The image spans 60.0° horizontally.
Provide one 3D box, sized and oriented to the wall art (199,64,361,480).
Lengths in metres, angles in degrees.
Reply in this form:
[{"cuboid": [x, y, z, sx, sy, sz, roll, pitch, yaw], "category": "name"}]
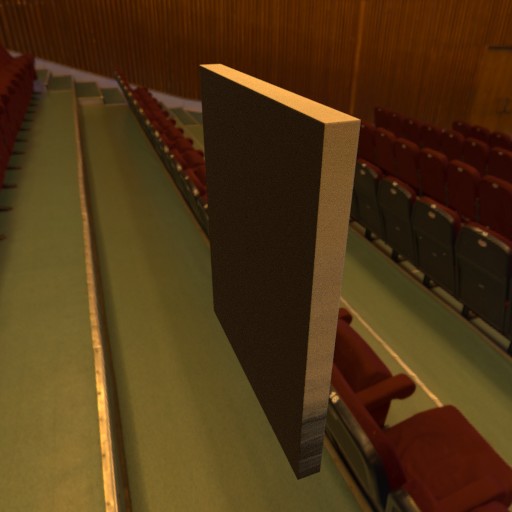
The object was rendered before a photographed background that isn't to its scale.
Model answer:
[{"cuboid": [0.000, 0.000, 0.699, 0.037, 0.511, 0.435, -11, 32, -18], "category": "wall art"}]
